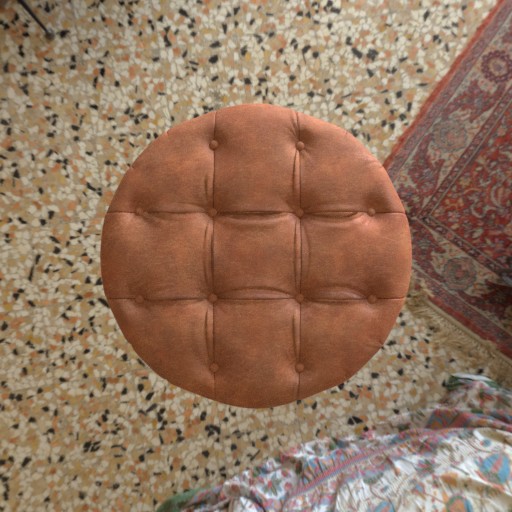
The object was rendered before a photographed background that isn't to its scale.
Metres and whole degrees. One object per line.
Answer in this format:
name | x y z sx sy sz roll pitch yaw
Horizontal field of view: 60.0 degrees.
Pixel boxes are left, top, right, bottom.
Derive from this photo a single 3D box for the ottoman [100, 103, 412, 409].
ottoman | 0.000 0.000 1.434 0.901 0.444 0.901 0 90 -1
